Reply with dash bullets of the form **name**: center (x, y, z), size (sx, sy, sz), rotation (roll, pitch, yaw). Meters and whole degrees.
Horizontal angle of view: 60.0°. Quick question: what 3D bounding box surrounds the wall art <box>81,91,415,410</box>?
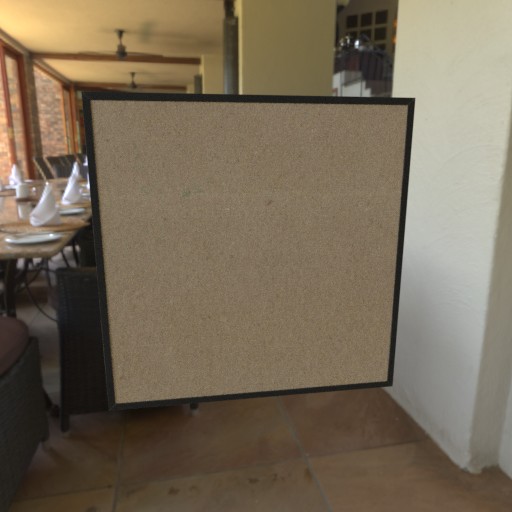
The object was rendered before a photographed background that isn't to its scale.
- **wall art**: center (0.000, 0.000, 0.745), size (0.508, 0.508, 0.038), rotation (-2, 14, -9)
